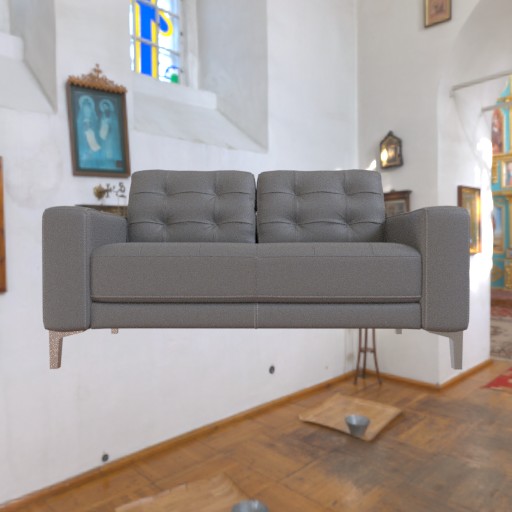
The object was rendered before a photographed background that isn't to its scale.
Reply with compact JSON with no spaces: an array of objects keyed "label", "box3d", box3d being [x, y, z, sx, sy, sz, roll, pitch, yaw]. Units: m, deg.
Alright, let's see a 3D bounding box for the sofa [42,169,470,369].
[{"label":"sofa","box3d":[0.000,0.000,2.146,1.726,0.892,0.833,0,1,0]}]
